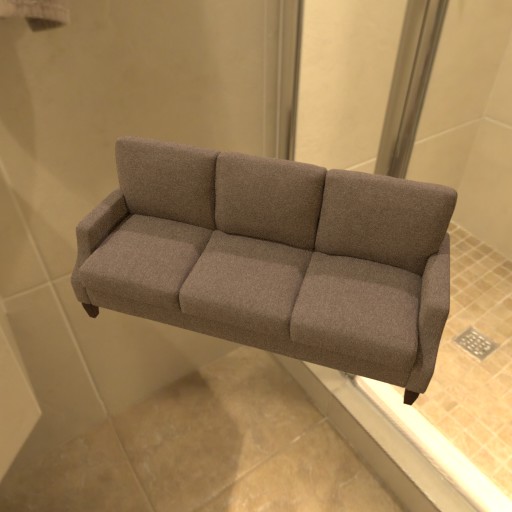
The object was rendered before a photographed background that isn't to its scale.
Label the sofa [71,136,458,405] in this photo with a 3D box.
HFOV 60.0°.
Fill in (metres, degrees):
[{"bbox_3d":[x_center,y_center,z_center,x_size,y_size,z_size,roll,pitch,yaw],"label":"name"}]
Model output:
[{"bbox_3d":[0.000,0.000,2.621,2.115,0.984,0.888,12,42,14],"label":"sofa"}]
